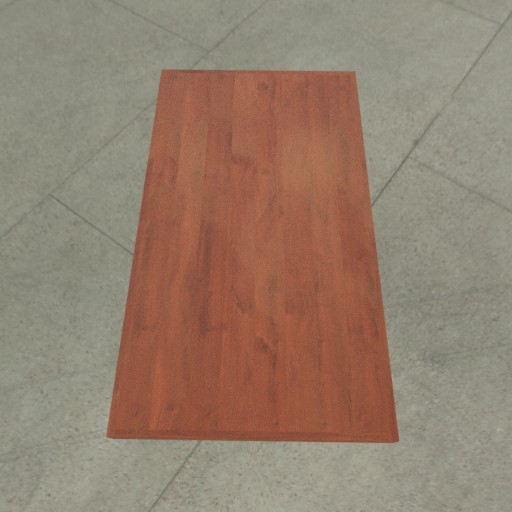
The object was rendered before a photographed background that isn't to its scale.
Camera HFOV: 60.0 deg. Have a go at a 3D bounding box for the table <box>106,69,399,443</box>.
[{"bbox_3d":[0.000,0.000,1.355,0.610,0.457,1.067,1,64,0],"label":"table"}]
